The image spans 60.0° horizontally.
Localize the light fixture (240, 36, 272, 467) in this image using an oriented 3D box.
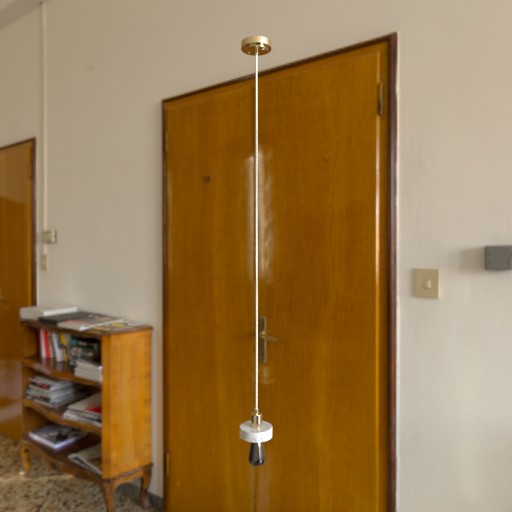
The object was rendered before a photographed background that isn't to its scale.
[{"bbox_3d":[0.000,0.000,1.750,0.129,1.669,0.129,0,1,0],"label":"light fixture"}]
